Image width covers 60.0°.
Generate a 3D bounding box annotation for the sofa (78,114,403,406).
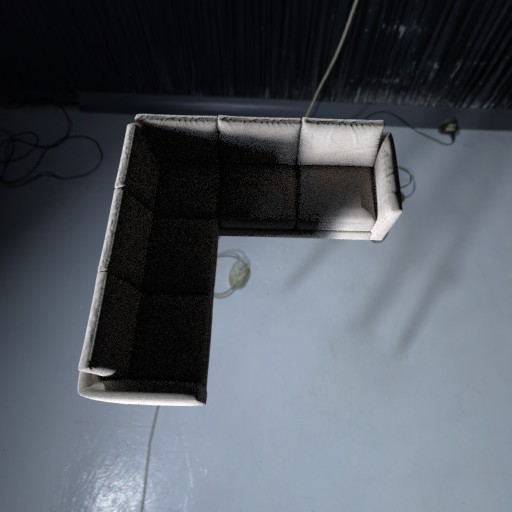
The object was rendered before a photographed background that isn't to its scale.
[{"bbox_3d":[0.000,0.000,3.726,2.438,0.864,2.438,2,65,1],"label":"sofa"}]
